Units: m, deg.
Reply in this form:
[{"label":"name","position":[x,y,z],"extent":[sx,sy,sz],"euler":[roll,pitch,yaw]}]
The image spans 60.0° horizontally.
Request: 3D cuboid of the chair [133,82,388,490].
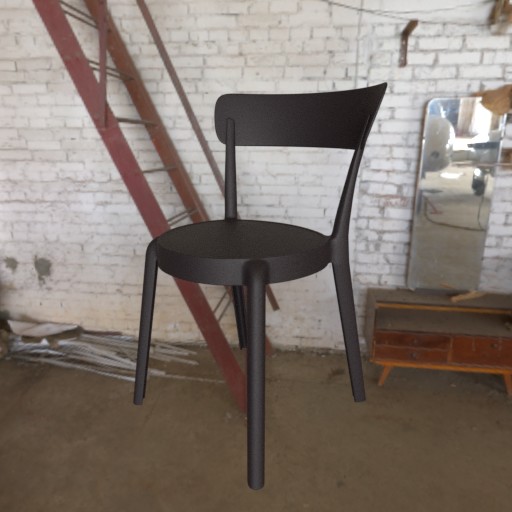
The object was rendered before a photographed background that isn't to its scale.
[{"label":"chair","position":[0.000,0.000,1.089],"extent":[0.506,0.790,0.491],"euler":[14,21,41]}]
